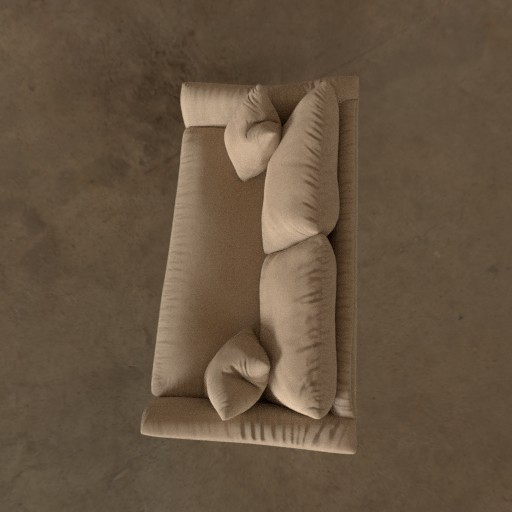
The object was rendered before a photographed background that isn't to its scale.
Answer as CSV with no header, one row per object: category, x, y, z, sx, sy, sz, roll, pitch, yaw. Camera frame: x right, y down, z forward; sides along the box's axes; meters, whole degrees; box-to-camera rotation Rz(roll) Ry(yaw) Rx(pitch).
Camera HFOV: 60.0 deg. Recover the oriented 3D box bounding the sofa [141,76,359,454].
sofa,0.000,0.000,2.606,1.072,1.018,2.010,4,75,1
